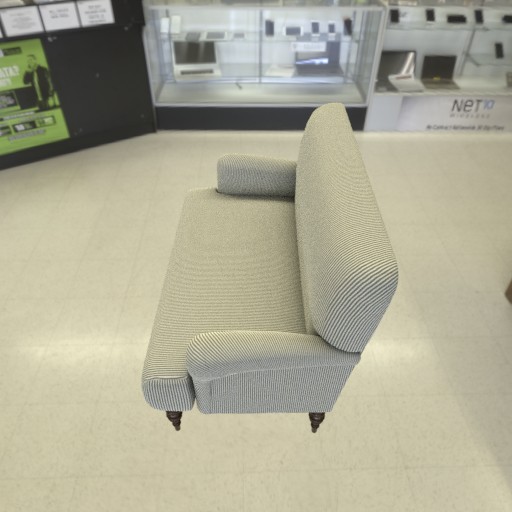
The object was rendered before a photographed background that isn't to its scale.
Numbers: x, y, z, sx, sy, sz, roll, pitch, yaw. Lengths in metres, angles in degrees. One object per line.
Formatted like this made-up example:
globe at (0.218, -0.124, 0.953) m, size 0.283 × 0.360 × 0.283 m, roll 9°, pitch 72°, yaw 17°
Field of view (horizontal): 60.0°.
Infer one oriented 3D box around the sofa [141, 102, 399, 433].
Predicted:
sofa at (0.000, 0.000, 1.871) m, size 0.779 × 0.889 × 1.297 m, roll 1°, pitch 41°, yaw 1°
